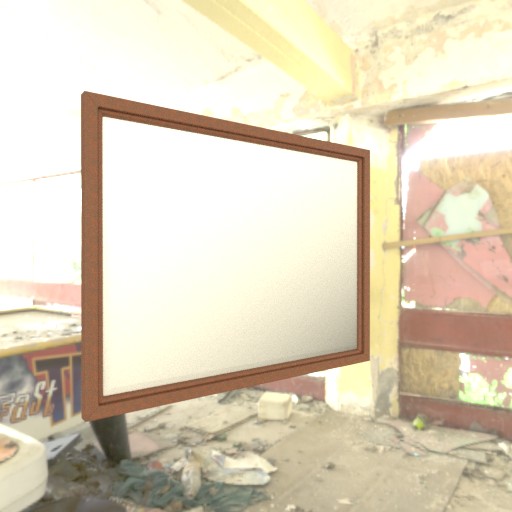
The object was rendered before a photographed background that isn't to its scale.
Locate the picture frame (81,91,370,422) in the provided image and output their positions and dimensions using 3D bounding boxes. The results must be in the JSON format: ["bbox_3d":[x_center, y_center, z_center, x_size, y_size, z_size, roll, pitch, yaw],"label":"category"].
[{"bbox_3d":[0.000,0.000,1.767,1.329,1.018,0.045,0,0,-36],"label":"picture frame"}]
